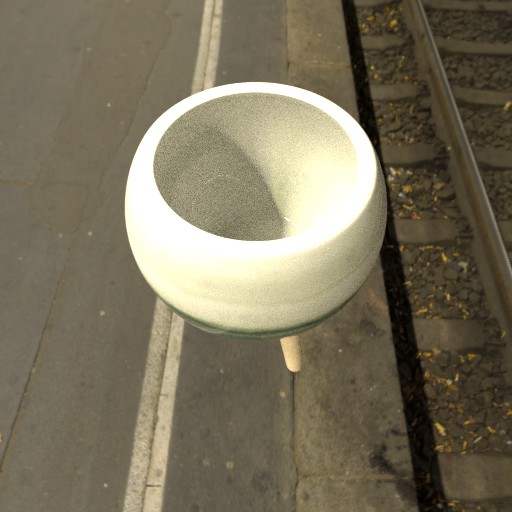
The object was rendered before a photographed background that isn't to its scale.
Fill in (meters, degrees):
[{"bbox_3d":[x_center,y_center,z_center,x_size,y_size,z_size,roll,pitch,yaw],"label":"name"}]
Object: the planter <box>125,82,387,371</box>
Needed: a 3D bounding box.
[{"bbox_3d":[0.000,0.000,0.451,0.222,0.278,0.222,0,57,0],"label":"planter"}]
